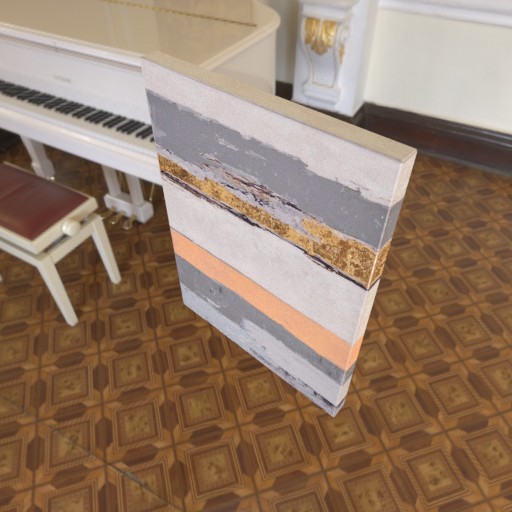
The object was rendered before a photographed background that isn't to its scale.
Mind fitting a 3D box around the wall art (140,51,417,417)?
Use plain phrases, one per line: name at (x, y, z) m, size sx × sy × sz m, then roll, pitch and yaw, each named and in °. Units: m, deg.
wall art at (0.000, 0.000, 0.812) m, size 0.456 × 0.609 × 0.038 m, roll 32°, pitch 53°, yaw 28°
